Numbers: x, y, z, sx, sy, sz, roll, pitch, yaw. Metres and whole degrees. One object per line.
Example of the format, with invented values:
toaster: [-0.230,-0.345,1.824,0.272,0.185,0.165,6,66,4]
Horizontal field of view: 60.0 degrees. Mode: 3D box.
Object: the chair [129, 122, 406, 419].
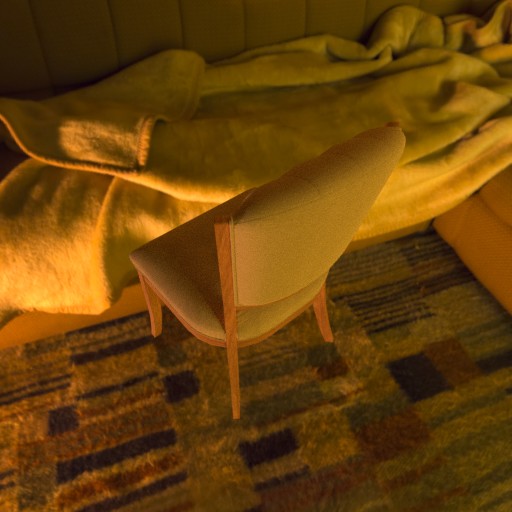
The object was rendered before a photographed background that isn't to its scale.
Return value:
chair: [0.000,0.000,1.241,0.513,0.905,0.584,-32,54,-27]
